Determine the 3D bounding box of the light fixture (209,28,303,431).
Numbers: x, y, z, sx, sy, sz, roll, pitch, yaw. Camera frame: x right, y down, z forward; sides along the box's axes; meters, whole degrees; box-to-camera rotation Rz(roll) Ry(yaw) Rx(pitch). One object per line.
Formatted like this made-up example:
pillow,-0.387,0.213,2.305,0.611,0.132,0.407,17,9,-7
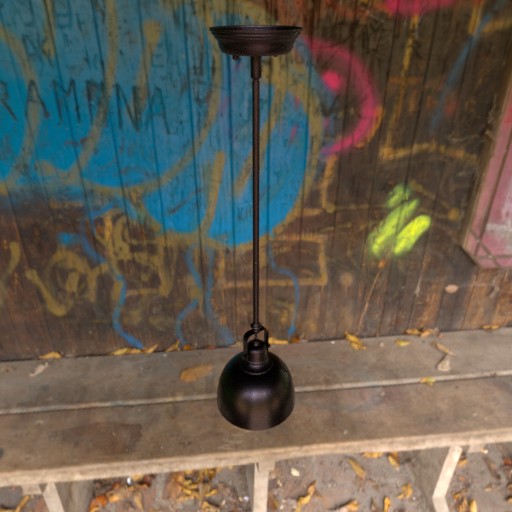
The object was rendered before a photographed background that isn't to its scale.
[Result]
light fixture,0.000,0.000,0.838,0.182,0.768,0.182,-19,35,-29
